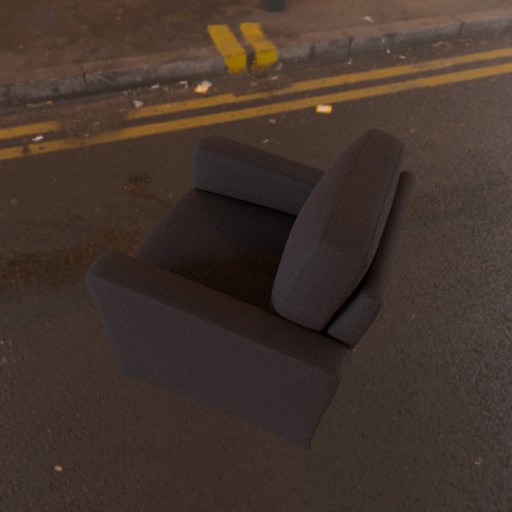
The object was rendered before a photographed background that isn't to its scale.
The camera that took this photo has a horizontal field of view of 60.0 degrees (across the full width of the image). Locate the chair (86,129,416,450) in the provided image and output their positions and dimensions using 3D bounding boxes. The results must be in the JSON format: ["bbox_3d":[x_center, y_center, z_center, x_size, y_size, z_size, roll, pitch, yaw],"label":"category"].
[{"bbox_3d":[0.000,0.000,1.519,0.863,0.855,0.798,17,50,15],"label":"chair"}]
